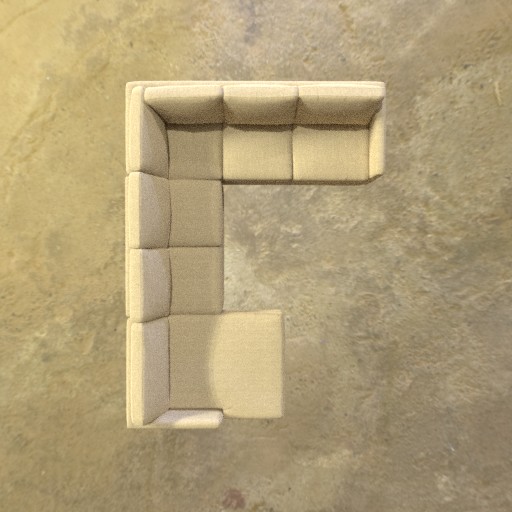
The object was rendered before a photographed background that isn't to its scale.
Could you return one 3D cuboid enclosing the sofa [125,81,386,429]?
[{"bbox_3d":[0.000,0.000,4.624,2.594,0.961,3.460,0,91,0],"label":"sofa"}]
